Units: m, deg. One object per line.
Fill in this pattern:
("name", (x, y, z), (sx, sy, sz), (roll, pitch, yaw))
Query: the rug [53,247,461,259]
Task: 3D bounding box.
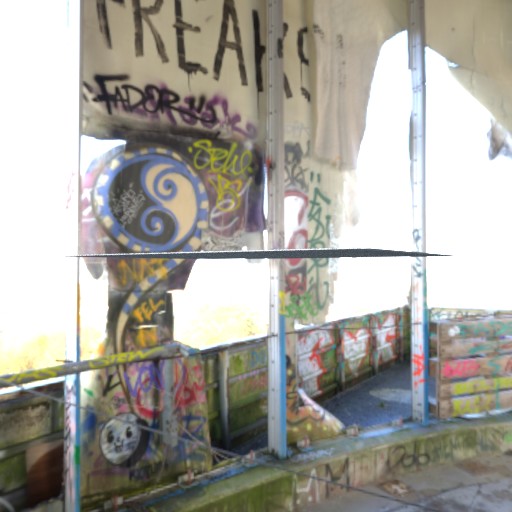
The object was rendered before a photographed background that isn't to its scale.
("rug", (0.000, 0.000, 2.146), (1.634, 0.003, 1.190), (-1, -2, 36))
